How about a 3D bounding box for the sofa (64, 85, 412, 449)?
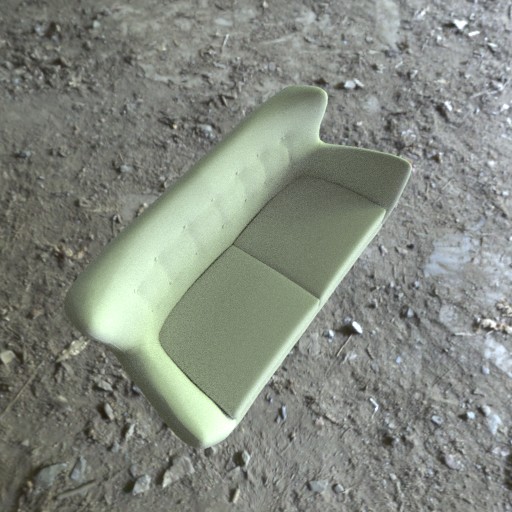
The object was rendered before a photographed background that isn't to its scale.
[{"bbox_3d":[0.000,0.000,2.456,0.899,0.890,1.930,33,64,18],"label":"sofa"}]
